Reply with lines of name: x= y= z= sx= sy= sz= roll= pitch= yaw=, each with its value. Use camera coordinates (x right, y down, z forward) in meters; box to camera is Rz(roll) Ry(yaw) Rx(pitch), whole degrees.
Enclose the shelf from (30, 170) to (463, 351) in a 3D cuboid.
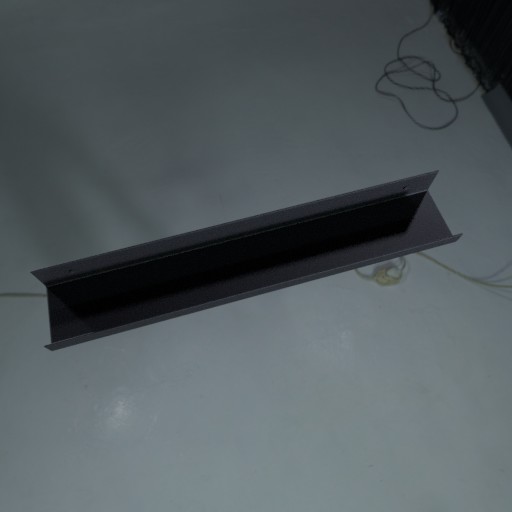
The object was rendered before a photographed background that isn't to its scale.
shelf: x=0.000 y=0.000 z=0.636 sx=0.605 sy=0.053 sz=0.102 roll=-15 pitch=65 yaw=-7
